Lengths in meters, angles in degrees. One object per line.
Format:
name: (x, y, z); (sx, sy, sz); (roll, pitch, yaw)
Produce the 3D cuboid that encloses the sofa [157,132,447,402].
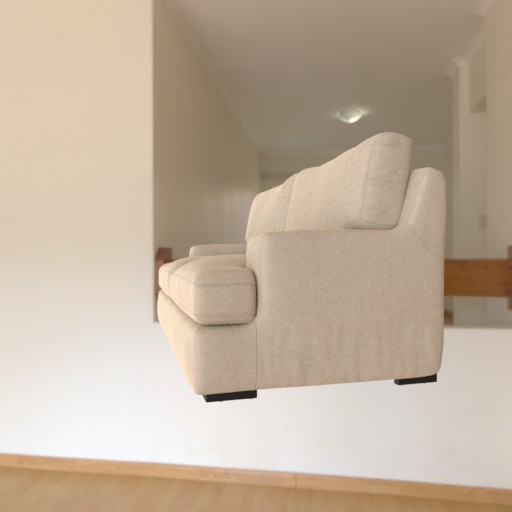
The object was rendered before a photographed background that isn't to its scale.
sofa: (0.000, 0.000, 2.414); (0.962, 0.967, 1.885); (0, 0, -16)
